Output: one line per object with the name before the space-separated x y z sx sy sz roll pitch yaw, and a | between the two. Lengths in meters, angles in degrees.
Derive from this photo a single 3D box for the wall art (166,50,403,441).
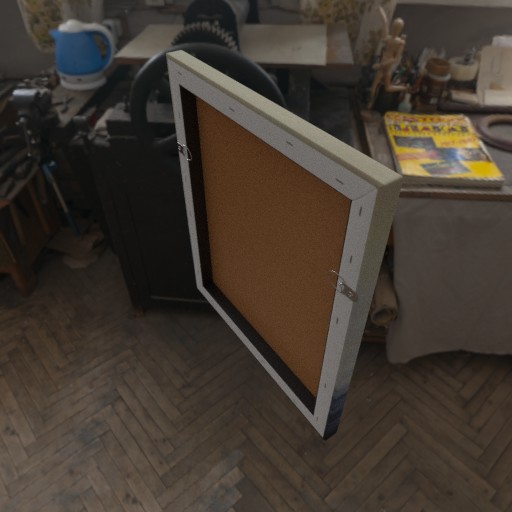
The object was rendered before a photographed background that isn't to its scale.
wall art | 0.000 0.000 0.985 0.041 0.710 0.608 -25 48 -25
